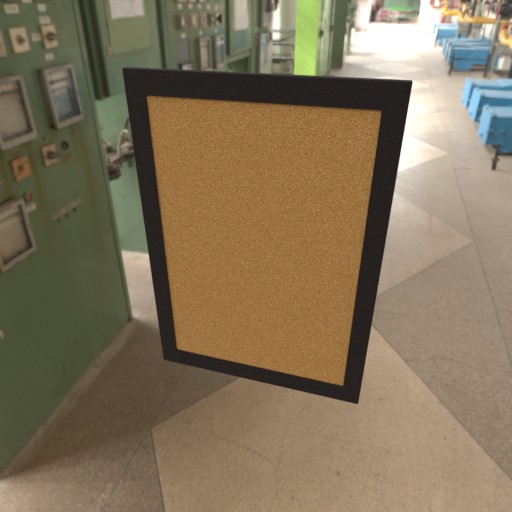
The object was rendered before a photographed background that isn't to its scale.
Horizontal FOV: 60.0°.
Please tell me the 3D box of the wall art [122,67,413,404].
[{"bbox_3d":[0.000,0.000,0.688,0.374,0.529,0.012,9,32,14],"label":"wall art"}]
